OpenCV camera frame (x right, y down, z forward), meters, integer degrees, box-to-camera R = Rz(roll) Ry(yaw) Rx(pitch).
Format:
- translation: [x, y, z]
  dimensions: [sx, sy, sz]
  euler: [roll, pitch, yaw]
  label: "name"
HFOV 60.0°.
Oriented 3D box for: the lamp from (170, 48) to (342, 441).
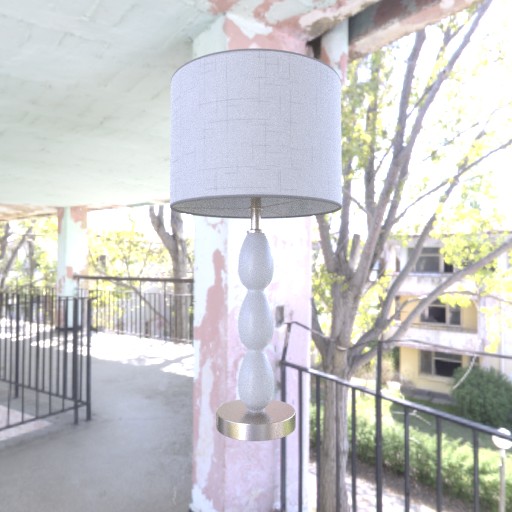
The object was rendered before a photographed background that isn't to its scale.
- translation: [0.000, 0.000, 0.735]
  dimensions: [0.282, 0.559, 0.280]
  euler: [1, -1, -35]
  label: "lamp"
